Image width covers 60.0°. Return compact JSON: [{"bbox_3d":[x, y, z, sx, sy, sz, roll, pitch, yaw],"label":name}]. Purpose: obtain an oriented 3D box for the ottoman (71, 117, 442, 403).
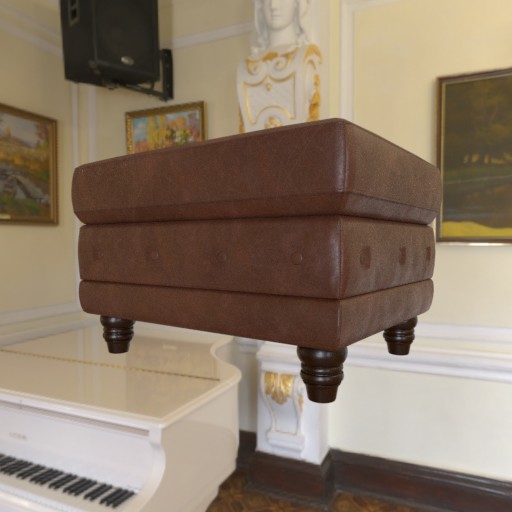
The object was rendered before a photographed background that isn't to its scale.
[{"bbox_3d":[0.000,0.000,1.164,0.795,0.509,0.588,1,2,36],"label":"ottoman"}]
